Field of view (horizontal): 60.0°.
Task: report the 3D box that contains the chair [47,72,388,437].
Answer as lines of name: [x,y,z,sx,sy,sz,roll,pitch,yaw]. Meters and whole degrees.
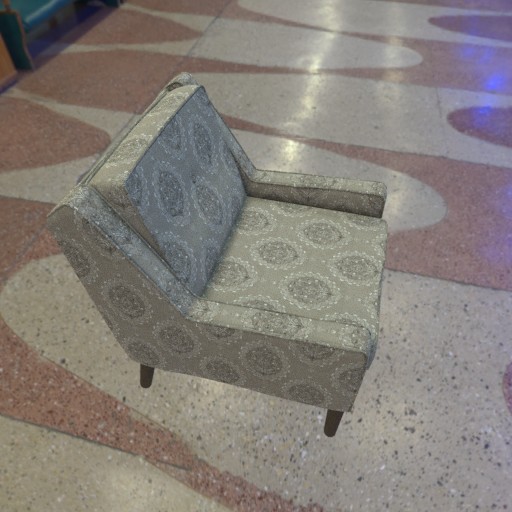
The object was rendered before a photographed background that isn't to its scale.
chair: [0.000,0.000,1.312,0.750,0.797,0.665,11,47,10]
